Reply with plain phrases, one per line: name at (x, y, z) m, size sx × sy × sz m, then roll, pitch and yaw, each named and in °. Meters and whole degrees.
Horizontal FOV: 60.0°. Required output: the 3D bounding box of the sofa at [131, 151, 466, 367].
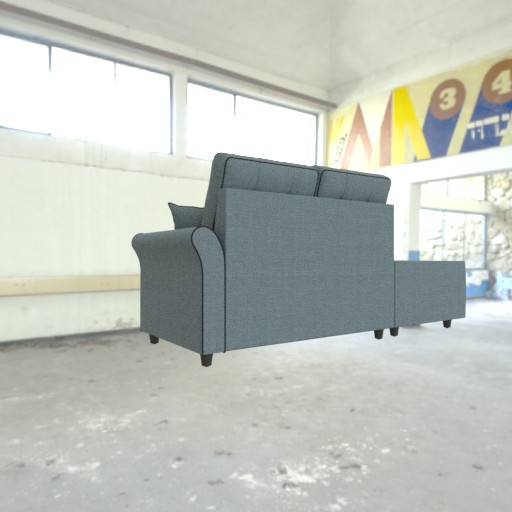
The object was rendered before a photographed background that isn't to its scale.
sofa at (0.000, 0.000, 3.290) m, size 2.070 × 0.988 × 2.068 m, roll 0°, pitch 0°, yaw -34°
